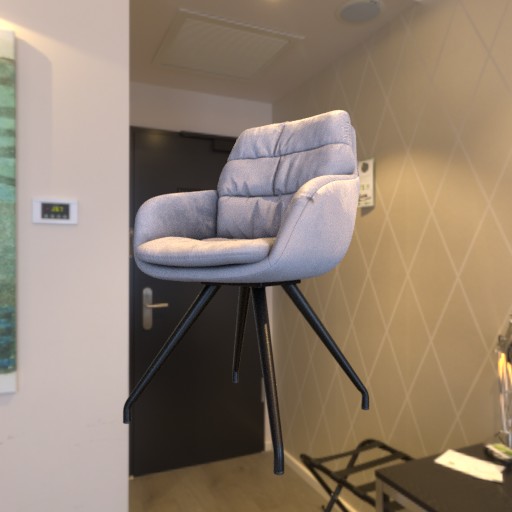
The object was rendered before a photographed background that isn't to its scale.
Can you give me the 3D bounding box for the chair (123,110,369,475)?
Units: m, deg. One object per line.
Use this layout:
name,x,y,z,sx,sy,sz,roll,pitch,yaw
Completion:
chair,0.000,0.000,1.252,0.579,0.888,0.569,0,0,35
